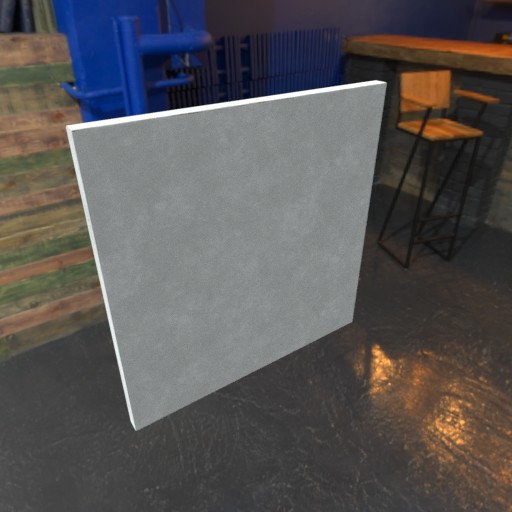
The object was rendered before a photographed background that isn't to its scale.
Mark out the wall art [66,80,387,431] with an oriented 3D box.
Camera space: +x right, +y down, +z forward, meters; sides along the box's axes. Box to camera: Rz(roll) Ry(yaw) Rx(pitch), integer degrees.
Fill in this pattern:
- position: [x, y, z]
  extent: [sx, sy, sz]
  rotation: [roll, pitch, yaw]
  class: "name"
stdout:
- position: [0.000, 0.000, 0.447]
  extent: [0.303, 0.303, 0.015]
  rotation: [-20, 36, -29]
  class: "wall art"
